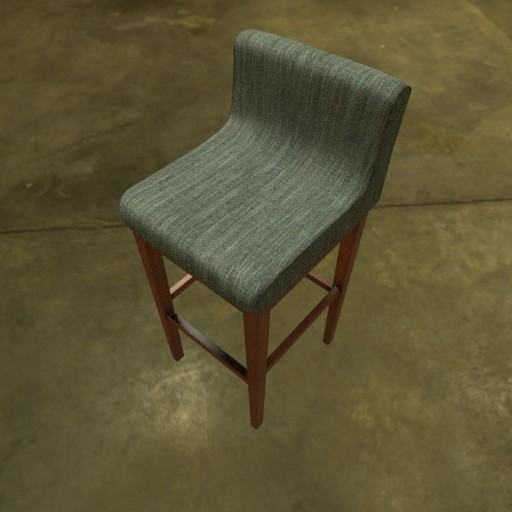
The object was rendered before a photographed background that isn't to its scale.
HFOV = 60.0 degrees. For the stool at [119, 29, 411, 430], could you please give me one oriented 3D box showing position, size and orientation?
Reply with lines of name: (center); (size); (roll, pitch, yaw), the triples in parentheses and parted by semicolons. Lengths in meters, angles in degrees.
stool: (0.000, 0.000, 1.203); (0.426, 0.965, 0.499); (32, 56, 26)
